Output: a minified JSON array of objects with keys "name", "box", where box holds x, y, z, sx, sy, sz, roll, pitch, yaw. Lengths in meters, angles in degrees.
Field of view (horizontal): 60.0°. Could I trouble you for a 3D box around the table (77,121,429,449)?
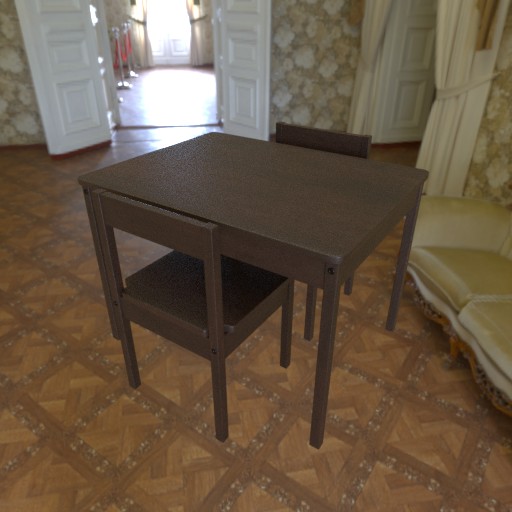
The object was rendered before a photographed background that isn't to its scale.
[{"name":"table","box":[0.000,0.000,1.116,0.650,0.503,0.672,19,35,29]}]
